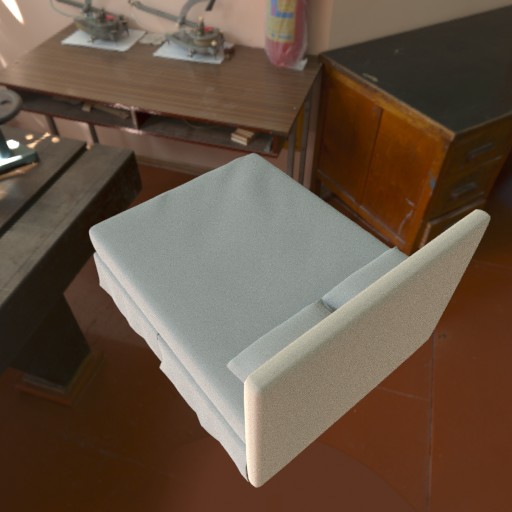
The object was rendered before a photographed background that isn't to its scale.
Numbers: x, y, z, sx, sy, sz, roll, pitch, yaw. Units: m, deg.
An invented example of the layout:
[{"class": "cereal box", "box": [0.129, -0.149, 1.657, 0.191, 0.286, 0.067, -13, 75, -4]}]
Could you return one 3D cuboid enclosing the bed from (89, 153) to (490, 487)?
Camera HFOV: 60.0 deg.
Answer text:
[{"class": "bed", "box": [0.000, 0.000, 3.117, 1.748, 1.330, 2.142, -30, 54, -25]}]
